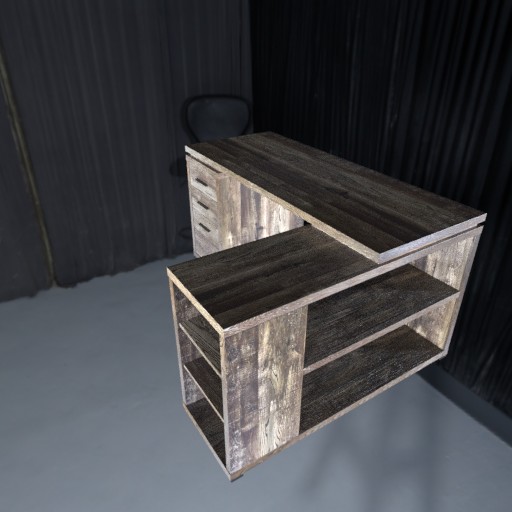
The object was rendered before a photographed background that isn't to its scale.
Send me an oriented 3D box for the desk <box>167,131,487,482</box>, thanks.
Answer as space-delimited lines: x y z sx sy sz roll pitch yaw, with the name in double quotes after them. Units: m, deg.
0.000 0.000 2.222 1.200 0.753 1.524 -18 34 -28 "desk"
